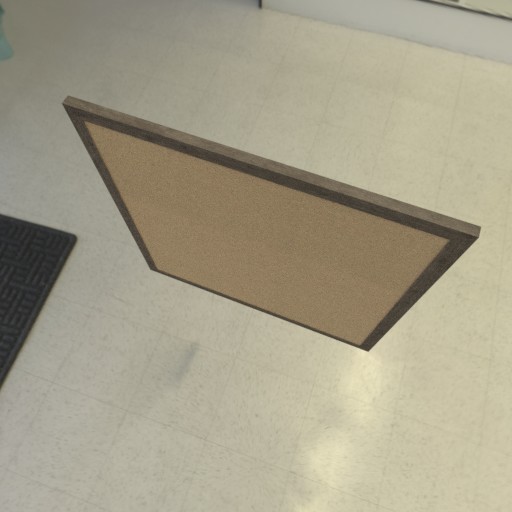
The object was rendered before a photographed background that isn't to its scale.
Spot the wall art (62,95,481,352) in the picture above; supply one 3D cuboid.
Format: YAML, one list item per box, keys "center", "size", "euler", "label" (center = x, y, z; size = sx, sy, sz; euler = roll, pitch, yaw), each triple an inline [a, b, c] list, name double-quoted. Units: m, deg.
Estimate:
- center: [0.000, 0.000, 0.663]
  size: [0.457, 0.457, 0.013]
  euler: [20, 66, 9]
  label: "wall art"
